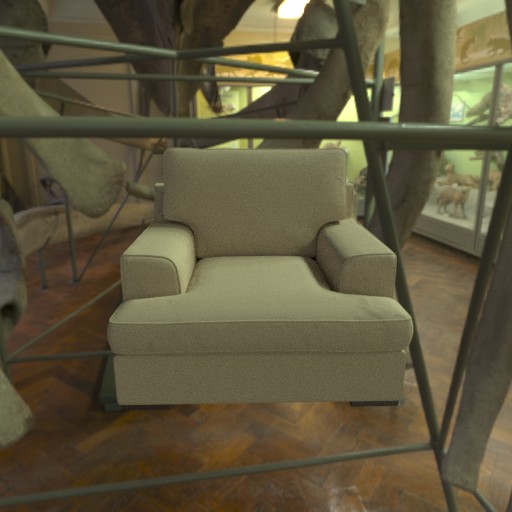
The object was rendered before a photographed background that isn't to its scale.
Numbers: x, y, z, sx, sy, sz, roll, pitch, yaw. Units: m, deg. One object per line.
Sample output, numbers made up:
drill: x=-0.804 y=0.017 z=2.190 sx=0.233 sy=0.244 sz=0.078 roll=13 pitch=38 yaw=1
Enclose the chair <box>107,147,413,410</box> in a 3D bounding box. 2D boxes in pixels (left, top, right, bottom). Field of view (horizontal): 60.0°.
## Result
chair: x=0.000 y=0.000 z=2.172 sx=1.293 sy=1.005 sz=1.274 roll=-3 pitch=16 yaw=-9
